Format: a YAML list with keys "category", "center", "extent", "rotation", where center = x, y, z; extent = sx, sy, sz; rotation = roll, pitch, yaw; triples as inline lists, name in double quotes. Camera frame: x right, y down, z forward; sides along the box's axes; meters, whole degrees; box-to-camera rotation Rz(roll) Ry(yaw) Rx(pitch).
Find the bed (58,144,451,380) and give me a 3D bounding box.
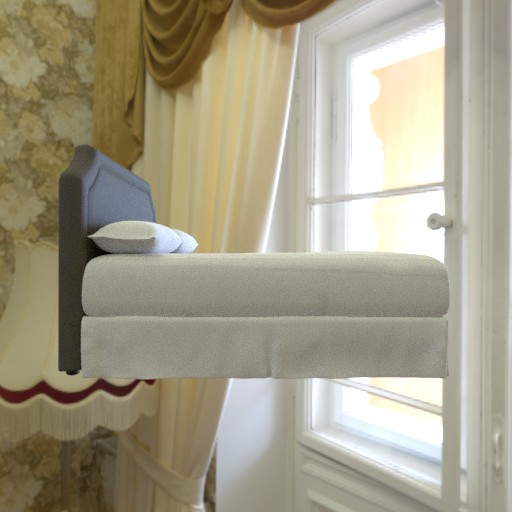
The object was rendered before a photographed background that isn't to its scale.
- category: "bed"
  center: [0.000, 0.000, 3.859]
  extent: [2.536, 1.561, 2.194]
  rotation: [0, 0, 0]
